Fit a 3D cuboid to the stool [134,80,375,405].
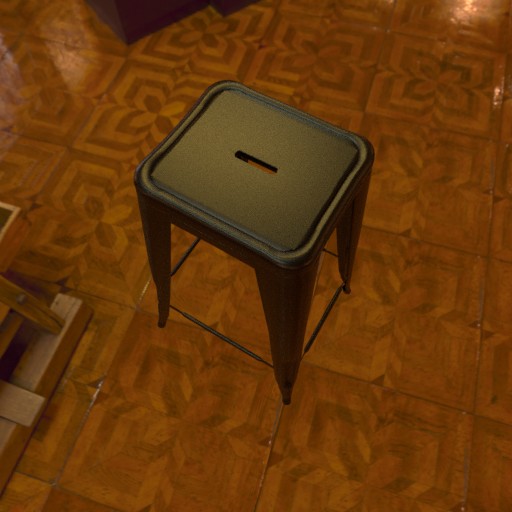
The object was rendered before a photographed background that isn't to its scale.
[{"bbox_3d":[0.000,0.000,0.913,0.455,0.609,0.423,18,65,9],"label":"stool"}]
